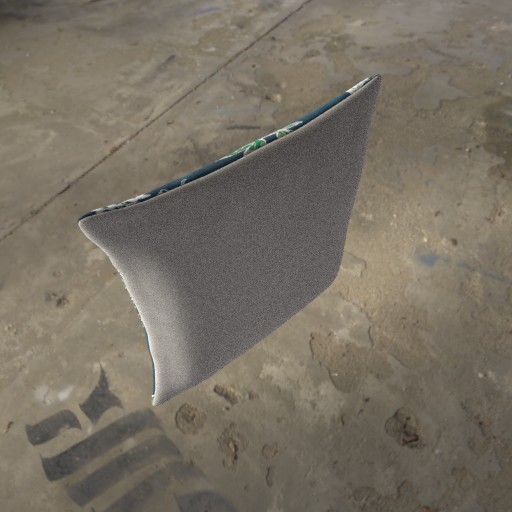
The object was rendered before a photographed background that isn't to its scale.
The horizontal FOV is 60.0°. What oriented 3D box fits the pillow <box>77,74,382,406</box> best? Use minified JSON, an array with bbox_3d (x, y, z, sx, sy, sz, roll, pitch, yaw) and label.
[{"bbox_3d":[0.000,0.000,0.789,0.525,0.508,0.166,-33,56,-26],"label":"pillow"}]
